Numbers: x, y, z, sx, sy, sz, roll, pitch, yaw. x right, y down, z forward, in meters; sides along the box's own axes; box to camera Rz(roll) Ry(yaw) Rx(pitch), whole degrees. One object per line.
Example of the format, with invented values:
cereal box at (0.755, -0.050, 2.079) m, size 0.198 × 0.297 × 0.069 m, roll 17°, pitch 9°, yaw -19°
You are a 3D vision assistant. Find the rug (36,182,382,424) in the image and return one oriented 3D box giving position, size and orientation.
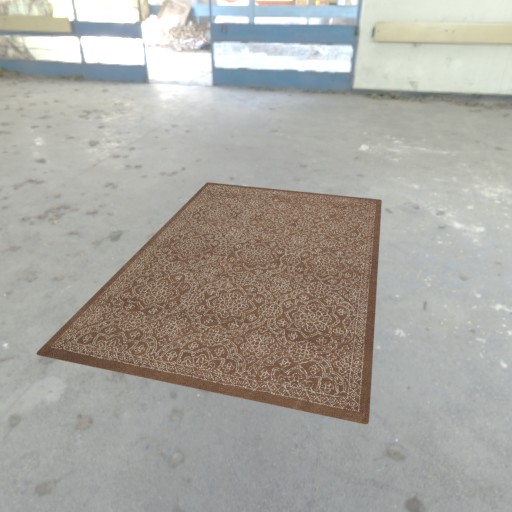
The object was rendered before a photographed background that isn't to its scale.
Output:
rug at (0.000, 0.000, 2.282) m, size 1.219 × 0.010 × 1.829 m, roll 8°, pitch 31°, yaw 13°
